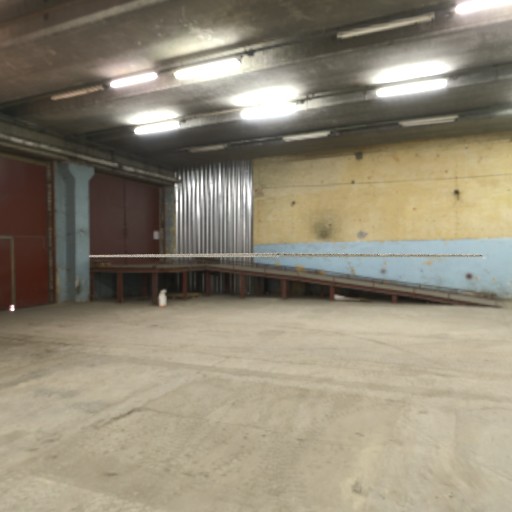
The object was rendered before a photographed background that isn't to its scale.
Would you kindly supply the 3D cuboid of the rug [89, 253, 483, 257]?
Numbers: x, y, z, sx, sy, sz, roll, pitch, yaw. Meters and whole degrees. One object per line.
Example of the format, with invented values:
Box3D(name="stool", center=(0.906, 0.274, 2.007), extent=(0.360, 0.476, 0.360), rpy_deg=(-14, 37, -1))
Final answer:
Box3D(name="rug", center=(0.000, 0.000, 2.978), extent=(1.521, 0.015, 2.280), rpy_deg=(0, 0, -37))
